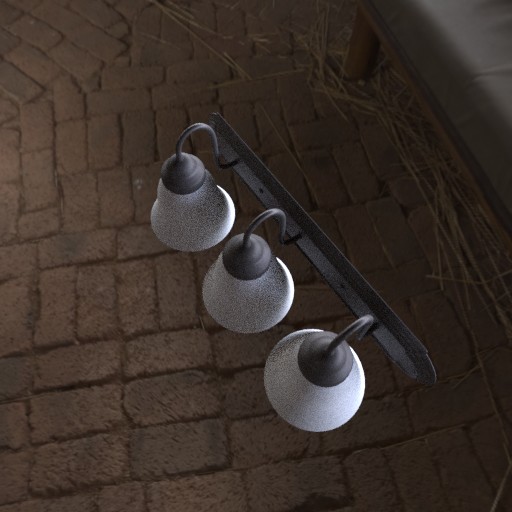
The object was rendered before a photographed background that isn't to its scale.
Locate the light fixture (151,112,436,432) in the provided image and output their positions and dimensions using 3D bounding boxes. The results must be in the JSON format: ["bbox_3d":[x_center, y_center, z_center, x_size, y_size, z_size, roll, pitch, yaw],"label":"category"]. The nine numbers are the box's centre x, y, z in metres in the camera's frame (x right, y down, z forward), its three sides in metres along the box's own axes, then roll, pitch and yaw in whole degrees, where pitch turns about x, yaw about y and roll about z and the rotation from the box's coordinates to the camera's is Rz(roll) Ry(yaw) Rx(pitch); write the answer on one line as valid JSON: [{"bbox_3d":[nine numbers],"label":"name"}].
[{"bbox_3d":[0.000,0.000,0.703,0.199,0.222,0.610,-32,67,-15],"label":"light fixture"}]
